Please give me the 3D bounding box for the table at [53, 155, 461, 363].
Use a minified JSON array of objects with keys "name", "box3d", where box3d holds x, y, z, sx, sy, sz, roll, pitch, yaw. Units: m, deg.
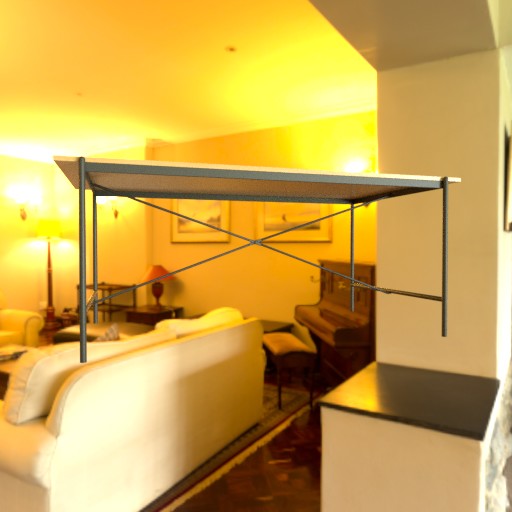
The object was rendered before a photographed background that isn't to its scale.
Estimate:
[{"name":"table","box3d":[0.000,0.000,2.282,1.800,0.758,0.900,0,1,-17]}]
